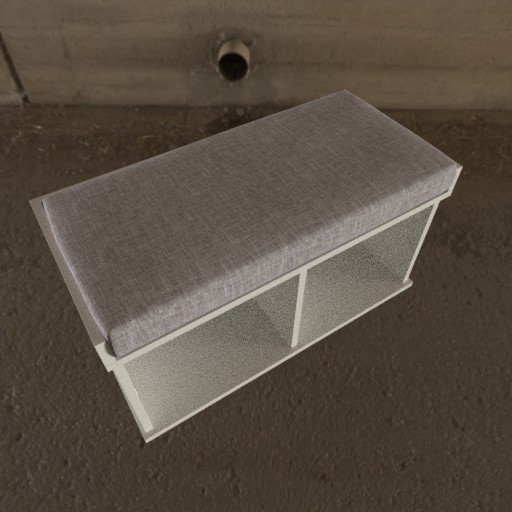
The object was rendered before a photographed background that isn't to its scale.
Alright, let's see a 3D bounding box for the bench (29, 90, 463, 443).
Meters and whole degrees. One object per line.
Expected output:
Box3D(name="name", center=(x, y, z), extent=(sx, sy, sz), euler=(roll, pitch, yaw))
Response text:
Box3D(name="bench", center=(0.000, 0.000, 0.975), extent=(0.734, 0.461, 0.362), euler=(-26, 53, -21))
